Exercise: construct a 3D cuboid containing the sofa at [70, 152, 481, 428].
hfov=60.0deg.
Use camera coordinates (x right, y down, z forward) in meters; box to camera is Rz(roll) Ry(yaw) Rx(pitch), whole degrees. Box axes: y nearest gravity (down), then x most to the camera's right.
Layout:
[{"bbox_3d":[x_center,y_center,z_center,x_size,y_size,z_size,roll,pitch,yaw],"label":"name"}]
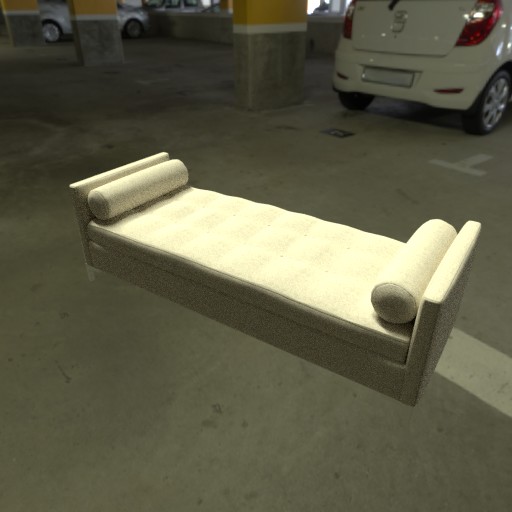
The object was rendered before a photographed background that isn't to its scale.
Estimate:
[{"bbox_3d":[0.000,0.000,2.482,2.102,0.655,0.797,18,35,29],"label":"sofa"}]
